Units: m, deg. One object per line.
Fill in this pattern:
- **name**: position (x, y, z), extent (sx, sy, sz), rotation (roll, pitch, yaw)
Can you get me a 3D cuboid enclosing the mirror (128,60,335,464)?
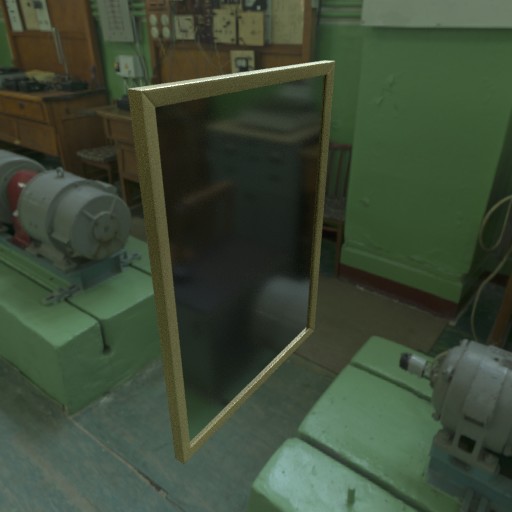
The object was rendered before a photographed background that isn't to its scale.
- **mirror**: position (0.000, 0.000, 1.315), extent (0.040, 1.016, 0.762), rotation (19, 33, 31)
